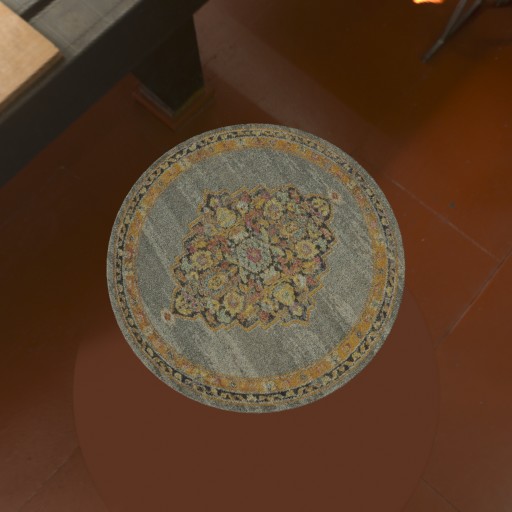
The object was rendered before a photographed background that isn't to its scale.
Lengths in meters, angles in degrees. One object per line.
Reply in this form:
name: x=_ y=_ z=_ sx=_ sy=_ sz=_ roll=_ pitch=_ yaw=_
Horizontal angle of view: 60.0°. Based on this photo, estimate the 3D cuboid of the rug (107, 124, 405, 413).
rug: x=0.000 y=0.000 z=2.383 sx=1.598 sy=0.010 sz=1.598 roll=0 pitch=75 yaw=0
